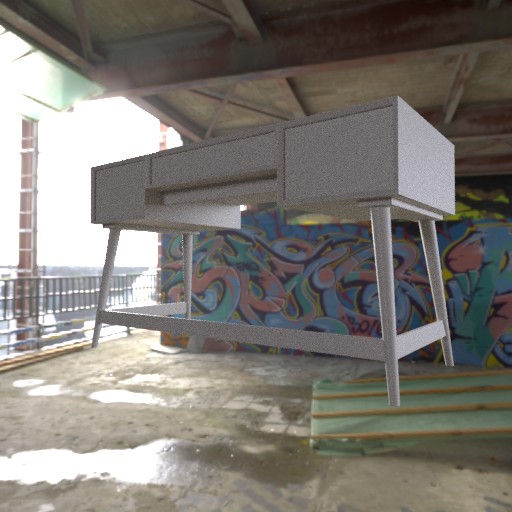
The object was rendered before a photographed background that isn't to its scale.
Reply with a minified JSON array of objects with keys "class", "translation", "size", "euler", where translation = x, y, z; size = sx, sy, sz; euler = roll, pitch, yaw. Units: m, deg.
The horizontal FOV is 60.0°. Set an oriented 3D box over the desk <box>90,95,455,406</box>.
[{"class":"desk","translation":[0.000,0.000,1.710],"size":[1.313,0.762,0.589],"euler":[-1,-2,37]}]
